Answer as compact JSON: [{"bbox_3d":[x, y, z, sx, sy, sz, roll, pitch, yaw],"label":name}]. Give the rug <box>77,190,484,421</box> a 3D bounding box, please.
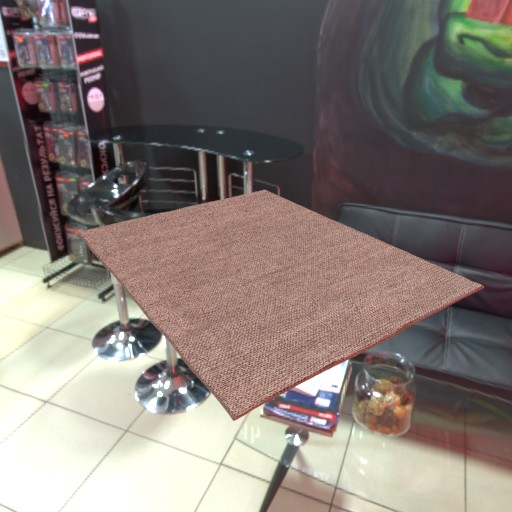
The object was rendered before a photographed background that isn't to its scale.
[{"bbox_3d":[0.000,0.000,4.111,2.429,0.030,3.052,-17,32,-31],"label":"rug"}]
